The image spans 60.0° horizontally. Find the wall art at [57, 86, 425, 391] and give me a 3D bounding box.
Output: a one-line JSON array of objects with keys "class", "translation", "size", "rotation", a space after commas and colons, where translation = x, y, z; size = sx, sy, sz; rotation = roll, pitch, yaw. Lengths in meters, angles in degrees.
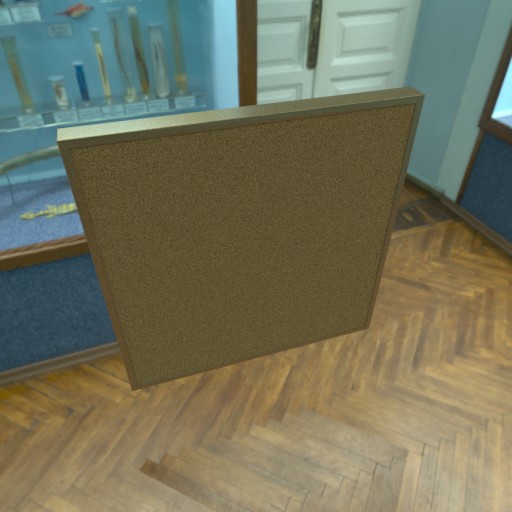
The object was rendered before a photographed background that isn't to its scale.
[{"class": "wall art", "translation": [0.000, 0.000, 0.754], "size": [0.505, 0.505, 0.037], "rotation": [-12, 41, -14]}]
